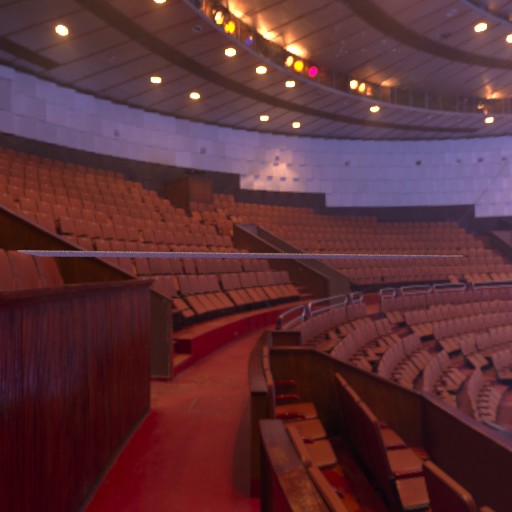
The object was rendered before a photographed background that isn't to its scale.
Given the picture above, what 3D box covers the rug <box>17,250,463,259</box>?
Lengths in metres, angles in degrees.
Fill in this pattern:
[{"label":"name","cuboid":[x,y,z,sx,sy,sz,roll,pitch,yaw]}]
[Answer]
[{"label":"rug","cuboid":[0.000,0.000,2.656,2.437,0.006,0.686,1,-2,-18]}]
